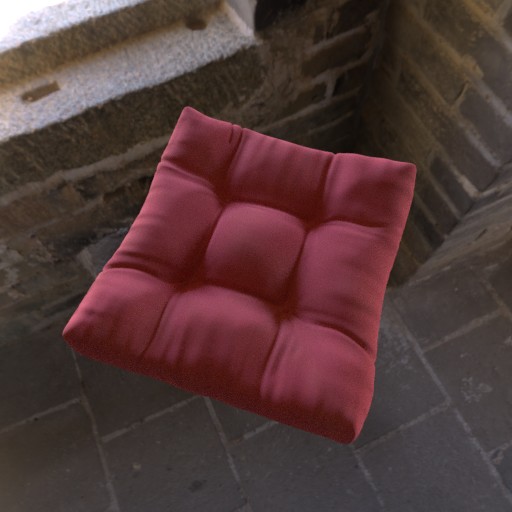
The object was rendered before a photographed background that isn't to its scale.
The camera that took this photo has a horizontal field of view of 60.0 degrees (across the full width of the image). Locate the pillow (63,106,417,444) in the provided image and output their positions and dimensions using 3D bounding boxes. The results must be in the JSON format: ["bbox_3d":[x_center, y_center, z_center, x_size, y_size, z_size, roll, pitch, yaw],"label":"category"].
[{"bbox_3d":[0.000,0.000,0.757,0.468,0.128,0.490,16,64,8],"label":"pillow"}]
